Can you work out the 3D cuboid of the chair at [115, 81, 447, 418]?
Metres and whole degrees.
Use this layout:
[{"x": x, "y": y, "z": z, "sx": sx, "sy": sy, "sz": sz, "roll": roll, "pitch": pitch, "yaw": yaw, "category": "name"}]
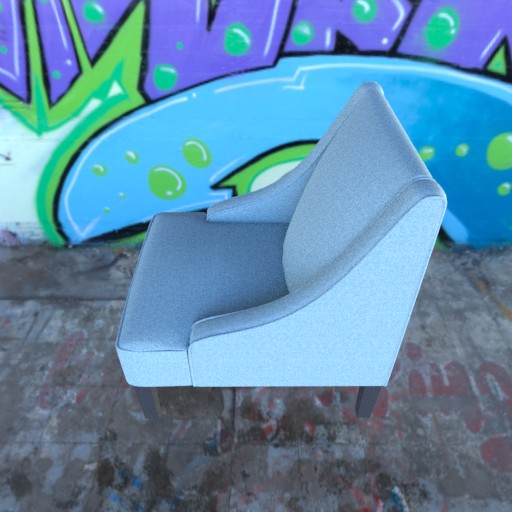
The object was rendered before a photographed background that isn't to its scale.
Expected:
[{"x": 0.000, "y": 0.000, "z": 1.829, "sx": 1.025, "sy": 1.133, "sz": 0.857, "roll": 0, "pitch": 41, "yaw": 0, "category": "chair"}]
